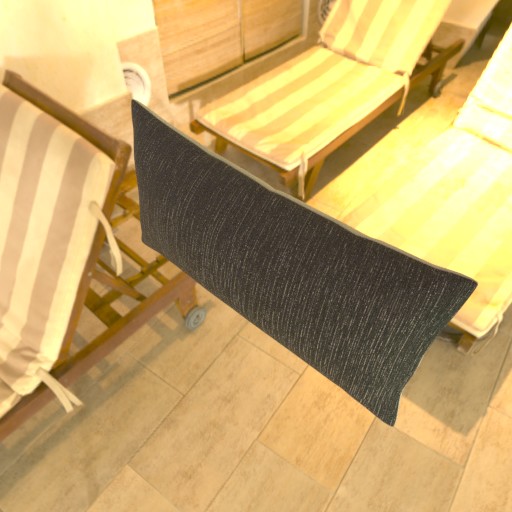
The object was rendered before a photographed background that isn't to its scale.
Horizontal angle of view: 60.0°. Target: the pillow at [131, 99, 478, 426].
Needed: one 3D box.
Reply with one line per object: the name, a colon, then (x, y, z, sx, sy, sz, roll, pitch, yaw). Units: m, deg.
pillow: (0.000, 0.000, 0.718, 0.608, 0.305, 0.156, 33, 56, 26)
